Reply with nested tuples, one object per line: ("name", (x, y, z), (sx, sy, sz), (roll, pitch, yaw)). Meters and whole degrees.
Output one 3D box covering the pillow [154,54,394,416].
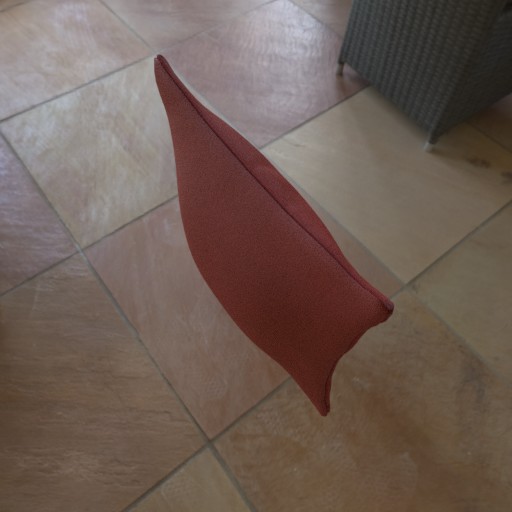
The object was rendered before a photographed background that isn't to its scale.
("pillow", (0.000, 0.000, 0.649), (0.151, 0.416, 0.435), (-31, 64, -17))
